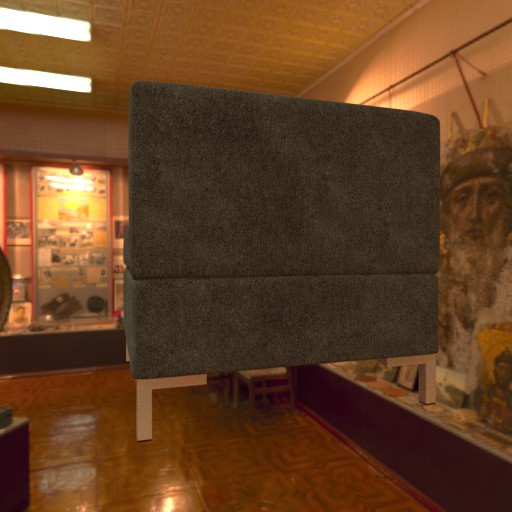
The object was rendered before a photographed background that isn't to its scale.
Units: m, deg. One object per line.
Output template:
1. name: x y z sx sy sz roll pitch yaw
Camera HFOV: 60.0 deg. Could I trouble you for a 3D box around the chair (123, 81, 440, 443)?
1. chair: 0.000 0.000 1.198 0.680 0.660 0.680 0 1 -18
